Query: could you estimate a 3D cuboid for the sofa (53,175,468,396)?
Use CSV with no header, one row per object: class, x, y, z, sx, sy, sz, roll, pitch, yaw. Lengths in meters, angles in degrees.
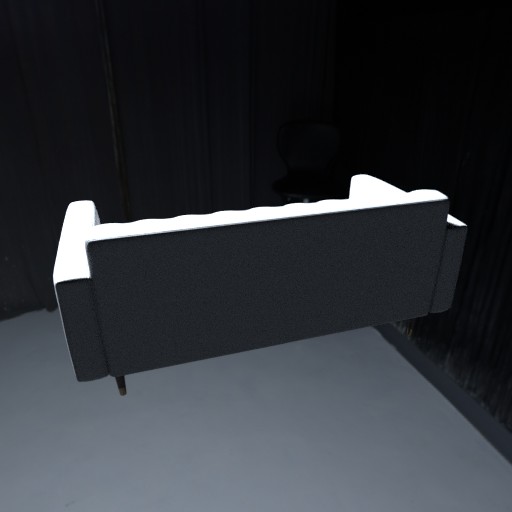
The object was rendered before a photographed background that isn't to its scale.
sofa,0.000,0.000,2.397,1.895,0.814,0.969,-8,27,-16
